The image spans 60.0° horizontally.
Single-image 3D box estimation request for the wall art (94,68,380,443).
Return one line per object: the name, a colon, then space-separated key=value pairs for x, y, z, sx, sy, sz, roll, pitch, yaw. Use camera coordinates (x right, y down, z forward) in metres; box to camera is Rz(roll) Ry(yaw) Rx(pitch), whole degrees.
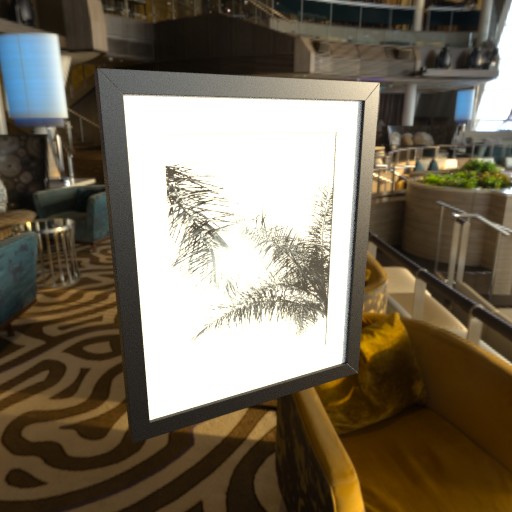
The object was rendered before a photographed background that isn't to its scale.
wall art: x=0.000 y=0.000 z=0.741 sx=0.457 sy=0.557 sz=0.028 roll=-8 pitch=19 yaw=-26
